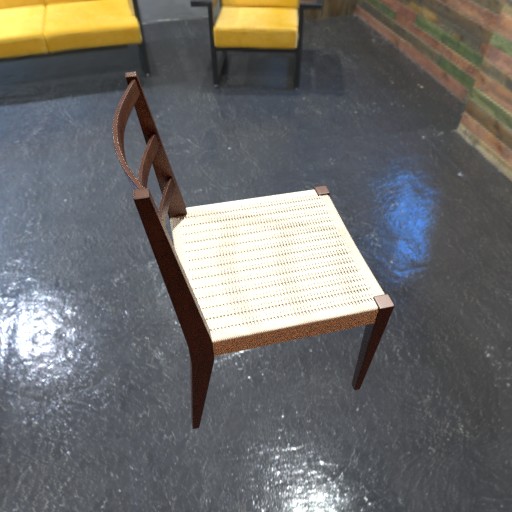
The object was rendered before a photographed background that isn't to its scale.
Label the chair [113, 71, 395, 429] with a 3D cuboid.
[{"bbox_3d":[0.000,0.000,1.152,0.551,0.813,0.480,-9,46,-9],"label":"chair"}]
